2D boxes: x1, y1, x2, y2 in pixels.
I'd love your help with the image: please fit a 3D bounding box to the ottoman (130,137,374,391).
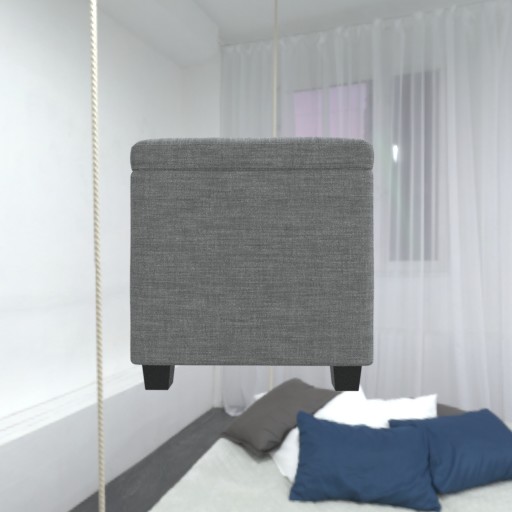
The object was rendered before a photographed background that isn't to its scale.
[{"bbox_3d":[0.000,0.000,1.152,0.419,0.432,0.902,0,1,1],"label":"ottoman"}]
